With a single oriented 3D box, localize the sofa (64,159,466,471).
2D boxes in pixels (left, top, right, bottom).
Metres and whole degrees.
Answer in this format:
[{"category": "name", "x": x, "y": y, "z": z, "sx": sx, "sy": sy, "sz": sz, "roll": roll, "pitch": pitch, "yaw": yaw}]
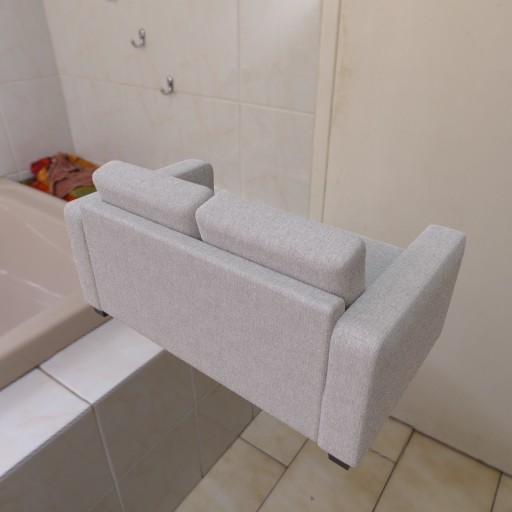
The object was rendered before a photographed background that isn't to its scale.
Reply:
[{"category": "sofa", "x": 0.000, "y": 0.000, "z": 1.980, "sx": 1.540, "sy": 0.800, "sz": 0.900, "roll": 22, "pitch": 37, "yaw": 32}]
